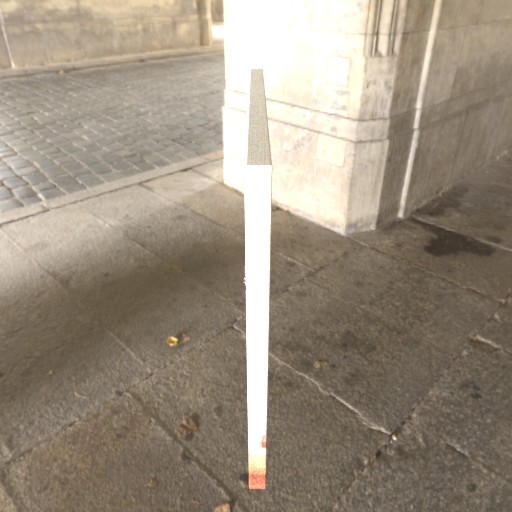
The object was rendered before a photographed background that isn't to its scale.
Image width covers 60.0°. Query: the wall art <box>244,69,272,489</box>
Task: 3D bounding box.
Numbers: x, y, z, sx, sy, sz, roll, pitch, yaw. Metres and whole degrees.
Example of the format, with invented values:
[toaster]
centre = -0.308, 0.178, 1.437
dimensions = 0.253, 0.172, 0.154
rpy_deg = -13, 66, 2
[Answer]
[wall art]
centre = 0.000, 0.000, 1.118
dimensions = 0.042, 0.760, 0.760
rpy_deg = 0, 32, 0
